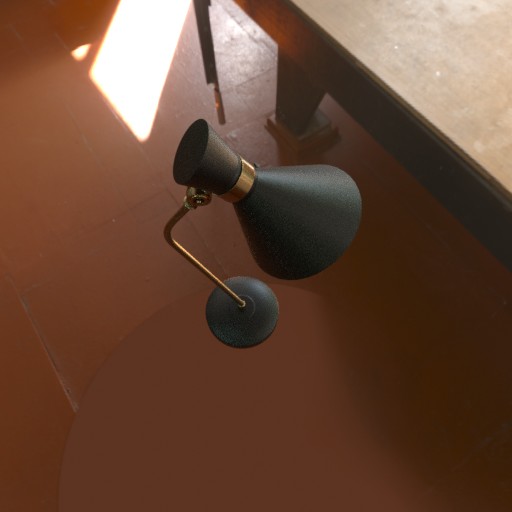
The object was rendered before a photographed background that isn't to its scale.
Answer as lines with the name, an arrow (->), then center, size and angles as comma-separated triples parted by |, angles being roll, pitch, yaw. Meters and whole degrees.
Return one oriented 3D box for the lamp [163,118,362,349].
lamp -> 0.000, 0.000, 0.775 | 0.292, 0.647, 0.189 | 0, 65, 0
